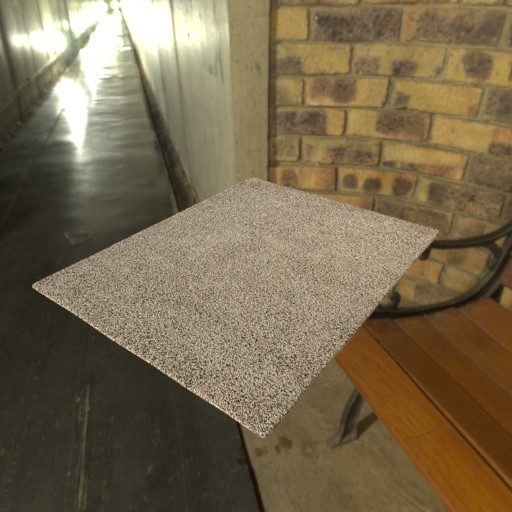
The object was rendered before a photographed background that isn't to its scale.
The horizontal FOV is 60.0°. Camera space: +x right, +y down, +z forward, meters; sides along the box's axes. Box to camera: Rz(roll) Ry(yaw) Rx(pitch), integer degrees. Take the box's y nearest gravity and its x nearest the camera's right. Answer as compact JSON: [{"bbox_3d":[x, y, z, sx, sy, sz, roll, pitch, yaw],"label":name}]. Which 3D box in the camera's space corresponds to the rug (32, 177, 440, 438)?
[{"bbox_3d":[0.000,0.000,4.128,2.438,0.029,3.047,22,38,31],"label":"rug"}]
